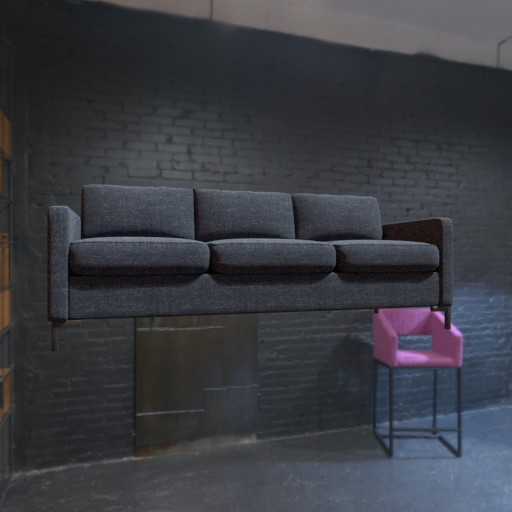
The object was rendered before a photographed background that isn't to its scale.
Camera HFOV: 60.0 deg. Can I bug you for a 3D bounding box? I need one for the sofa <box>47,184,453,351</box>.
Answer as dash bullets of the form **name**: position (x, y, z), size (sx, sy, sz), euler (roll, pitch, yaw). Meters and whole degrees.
- **sofa**: position (0.000, 0.000, 2.706), size (2.218, 0.874, 0.859), euler (0, 0, -17)
